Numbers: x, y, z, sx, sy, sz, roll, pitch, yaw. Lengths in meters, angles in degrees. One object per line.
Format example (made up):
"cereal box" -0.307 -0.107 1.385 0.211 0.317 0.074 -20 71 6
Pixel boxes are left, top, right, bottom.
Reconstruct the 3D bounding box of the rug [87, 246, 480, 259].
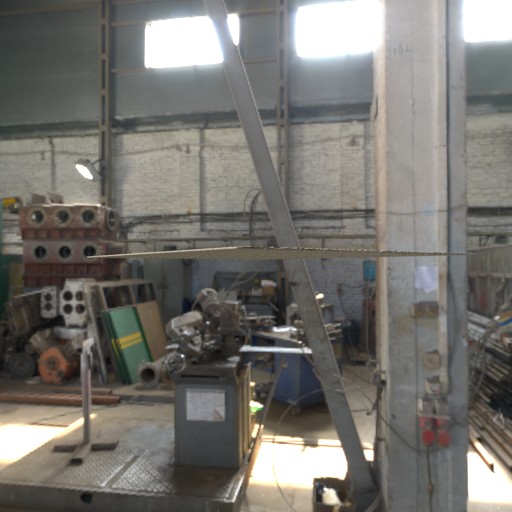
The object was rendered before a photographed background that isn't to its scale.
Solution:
"rug" 0.000 0.000 4.393 2.464 0.010 3.327 1 -2 -36
